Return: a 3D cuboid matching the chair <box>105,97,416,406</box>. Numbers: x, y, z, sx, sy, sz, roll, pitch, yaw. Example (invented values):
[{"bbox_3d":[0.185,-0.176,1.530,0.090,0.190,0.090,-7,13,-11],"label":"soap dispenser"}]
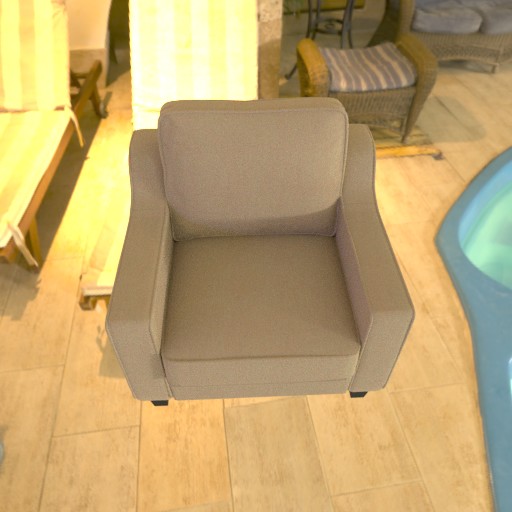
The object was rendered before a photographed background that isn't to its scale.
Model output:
[{"bbox_3d":[0.000,0.000,1.664,0.922,0.948,0.882,-2,45,-2],"label":"chair"}]
